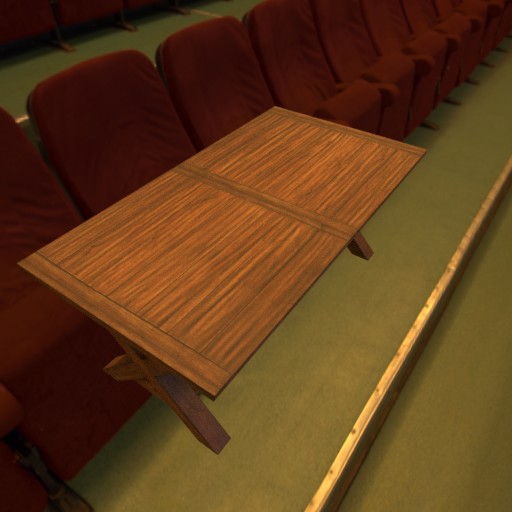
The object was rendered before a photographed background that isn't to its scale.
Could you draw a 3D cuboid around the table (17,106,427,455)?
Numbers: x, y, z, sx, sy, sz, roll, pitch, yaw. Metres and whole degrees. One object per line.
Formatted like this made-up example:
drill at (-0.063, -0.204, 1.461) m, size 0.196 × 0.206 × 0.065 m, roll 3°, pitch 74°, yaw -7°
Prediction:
table at (0.000, 0.000, 2.494) m, size 1.071 × 0.793 × 1.966 m, roll 25°, pitch 47°, yaw 26°
